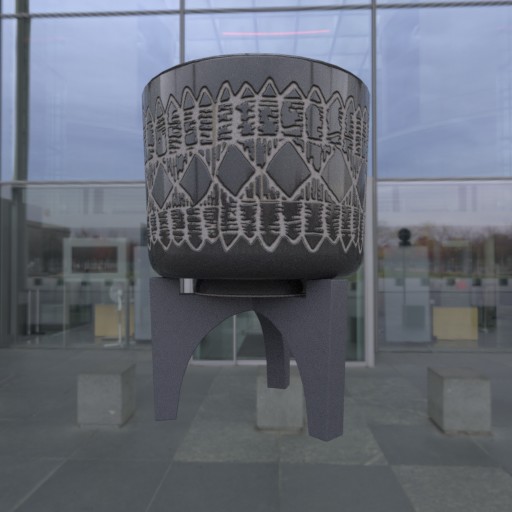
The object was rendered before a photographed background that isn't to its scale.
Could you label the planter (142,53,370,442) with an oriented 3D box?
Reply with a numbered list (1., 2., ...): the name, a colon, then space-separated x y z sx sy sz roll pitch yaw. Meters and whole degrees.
1. planter: 0.000 0.000 0.257 0.129 0.177 0.129 0 -1 0
